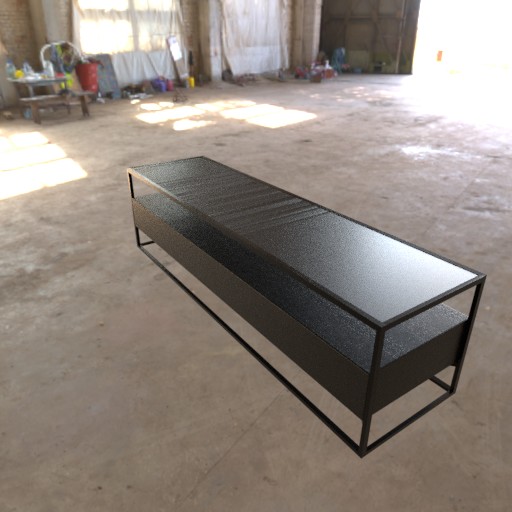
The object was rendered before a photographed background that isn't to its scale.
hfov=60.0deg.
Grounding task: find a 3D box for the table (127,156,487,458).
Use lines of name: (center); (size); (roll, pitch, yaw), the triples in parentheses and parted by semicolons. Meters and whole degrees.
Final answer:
table: (0.000, 0.000, 1.654); (0.399, 0.395, 1.486); (-17, 31, -31)
